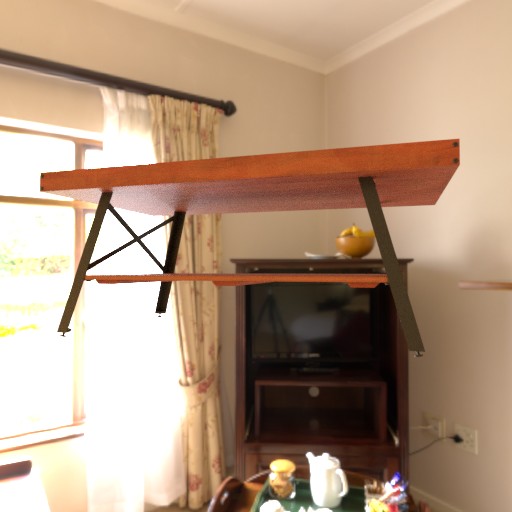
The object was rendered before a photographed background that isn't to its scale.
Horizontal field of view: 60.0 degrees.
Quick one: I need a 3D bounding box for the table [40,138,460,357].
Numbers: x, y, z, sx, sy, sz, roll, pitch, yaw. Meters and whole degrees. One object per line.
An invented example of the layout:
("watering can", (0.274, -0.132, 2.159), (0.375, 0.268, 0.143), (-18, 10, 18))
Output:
("table", (0.000, 0.000, 1.353), (1.067, 0.457, 0.610), (-1, -2, 17))
